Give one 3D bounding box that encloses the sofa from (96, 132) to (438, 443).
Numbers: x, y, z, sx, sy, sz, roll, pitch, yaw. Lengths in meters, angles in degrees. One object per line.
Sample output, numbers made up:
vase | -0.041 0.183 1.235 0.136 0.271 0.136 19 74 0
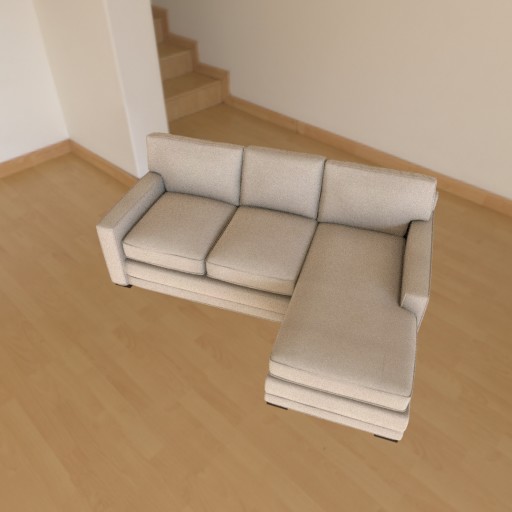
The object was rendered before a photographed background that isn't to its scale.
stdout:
sofa | 0.000 0.000 2.825 2.087 0.861 1.496 12 42 14
